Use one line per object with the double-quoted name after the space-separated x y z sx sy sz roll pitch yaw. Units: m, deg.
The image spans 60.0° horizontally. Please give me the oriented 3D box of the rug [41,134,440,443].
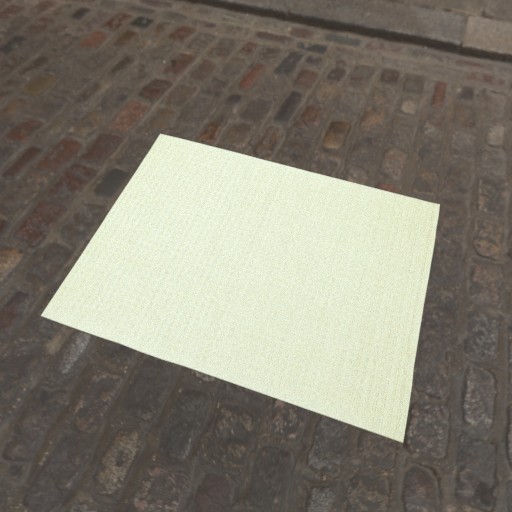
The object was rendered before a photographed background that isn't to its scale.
0.000 0.000 4.254 3.204 0.016 2.452 16 59 10 "rug"
